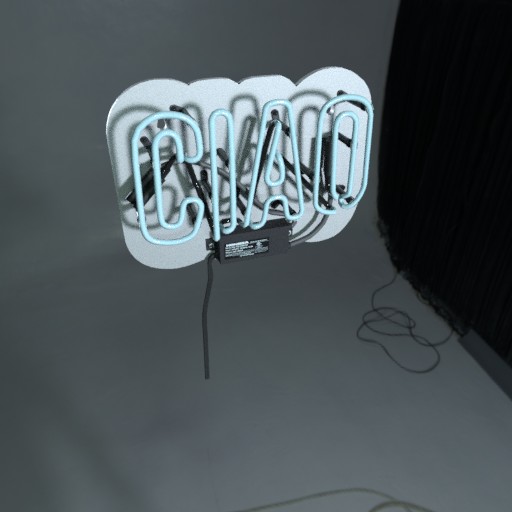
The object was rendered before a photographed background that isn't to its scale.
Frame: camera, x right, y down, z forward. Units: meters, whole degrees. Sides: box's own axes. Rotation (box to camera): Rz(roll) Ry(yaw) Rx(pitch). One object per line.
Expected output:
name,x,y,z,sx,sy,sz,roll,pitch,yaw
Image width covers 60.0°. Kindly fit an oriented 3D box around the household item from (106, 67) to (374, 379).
household item,0.000,0.000,0.387,0.211,0.294,0.042,-10,34,-15
